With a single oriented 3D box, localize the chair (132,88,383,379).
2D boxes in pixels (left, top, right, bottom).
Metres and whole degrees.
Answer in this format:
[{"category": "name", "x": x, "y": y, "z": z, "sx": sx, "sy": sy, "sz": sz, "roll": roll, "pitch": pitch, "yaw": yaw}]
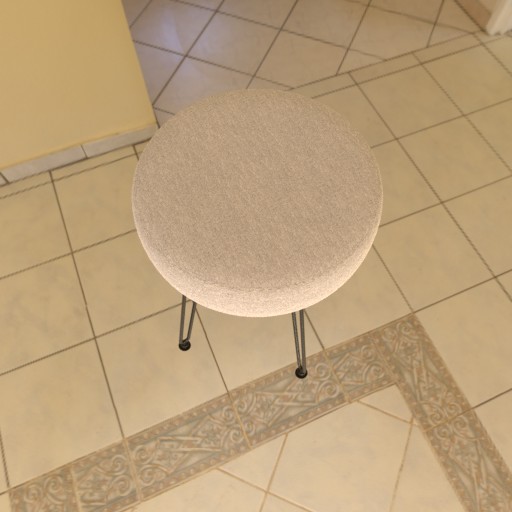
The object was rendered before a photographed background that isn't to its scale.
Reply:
[{"category": "chair", "x": 0.000, "y": 0.000, "z": 0.703, "sx": 0.350, "sy": 0.440, "sz": 0.350, "roll": -30, "pitch": 68, "yaw": -14}]
